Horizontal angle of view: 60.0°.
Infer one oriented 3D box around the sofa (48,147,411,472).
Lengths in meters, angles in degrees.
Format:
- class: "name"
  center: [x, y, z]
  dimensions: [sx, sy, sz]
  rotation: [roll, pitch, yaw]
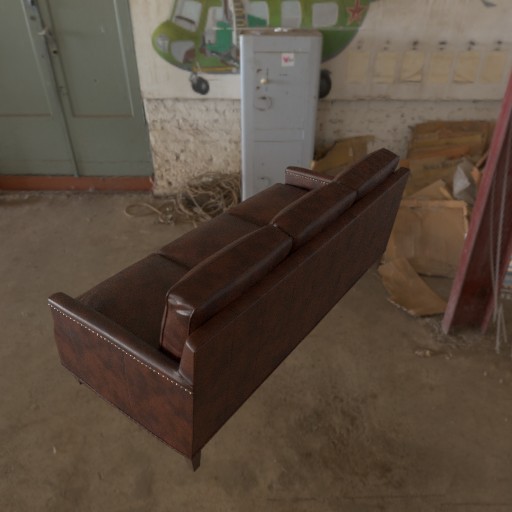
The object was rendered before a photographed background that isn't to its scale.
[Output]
- class: "sofa"
  center: [0.000, 0.000, 2.763]
  dimensions: [1.084, 1.003, 2.240]
  rotation: [22, 39, 30]
